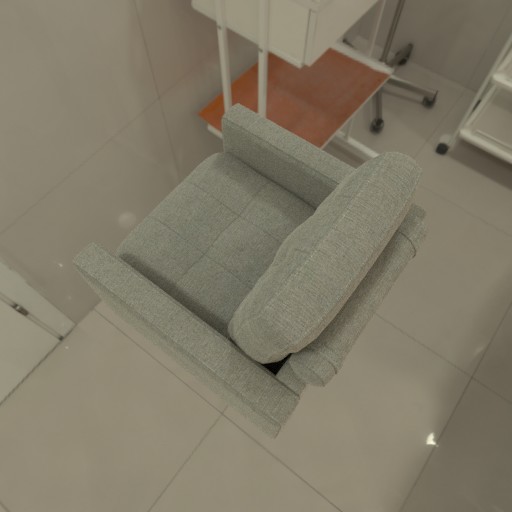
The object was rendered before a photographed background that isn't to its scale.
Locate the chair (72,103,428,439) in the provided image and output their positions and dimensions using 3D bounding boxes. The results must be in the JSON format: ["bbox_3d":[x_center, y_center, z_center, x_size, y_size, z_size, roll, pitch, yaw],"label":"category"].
[{"bbox_3d":[0.000,0.000,1.481,0.843,0.880,0.821,34,68,15],"label":"chair"}]
